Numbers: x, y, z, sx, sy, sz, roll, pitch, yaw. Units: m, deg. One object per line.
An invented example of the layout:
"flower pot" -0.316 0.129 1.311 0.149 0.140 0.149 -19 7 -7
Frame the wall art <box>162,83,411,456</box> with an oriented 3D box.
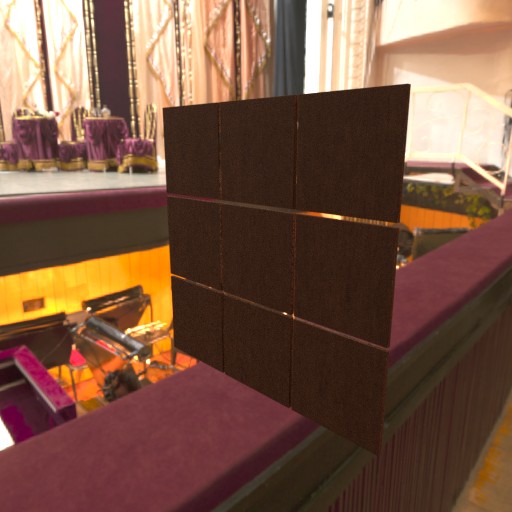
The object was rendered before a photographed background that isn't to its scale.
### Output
"wall art" 0.000 0.000 1.361 0.915 0.914 0.013 14 20 43
